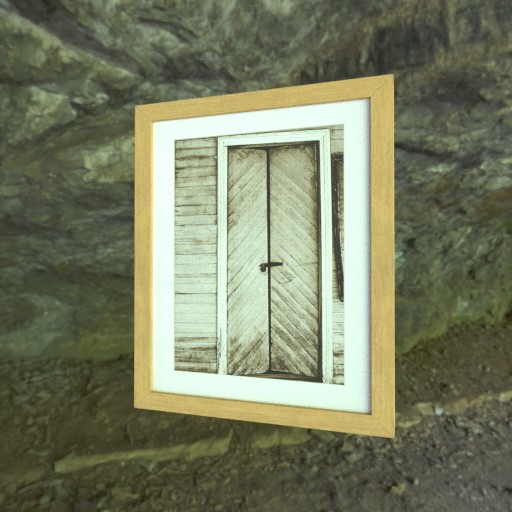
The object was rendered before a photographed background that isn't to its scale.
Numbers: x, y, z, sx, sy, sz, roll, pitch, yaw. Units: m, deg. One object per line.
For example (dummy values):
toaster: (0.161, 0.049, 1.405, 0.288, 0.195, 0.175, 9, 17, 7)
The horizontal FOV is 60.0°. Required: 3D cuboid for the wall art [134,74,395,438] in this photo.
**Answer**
wall art: (0.000, 0.000, 0.524, 0.312, 0.380, 0.030, 0, -1, 18)
